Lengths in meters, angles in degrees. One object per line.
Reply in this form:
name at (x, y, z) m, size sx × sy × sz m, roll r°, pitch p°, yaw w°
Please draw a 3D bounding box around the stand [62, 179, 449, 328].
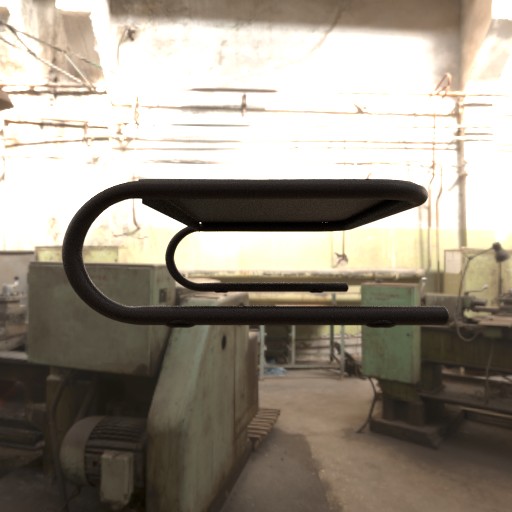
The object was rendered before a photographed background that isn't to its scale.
stand at (0.000, 0.000, 0.500) m, size 0.280 × 0.108 × 0.370 m, roll 0°, pitch -1°, yaw 0°
